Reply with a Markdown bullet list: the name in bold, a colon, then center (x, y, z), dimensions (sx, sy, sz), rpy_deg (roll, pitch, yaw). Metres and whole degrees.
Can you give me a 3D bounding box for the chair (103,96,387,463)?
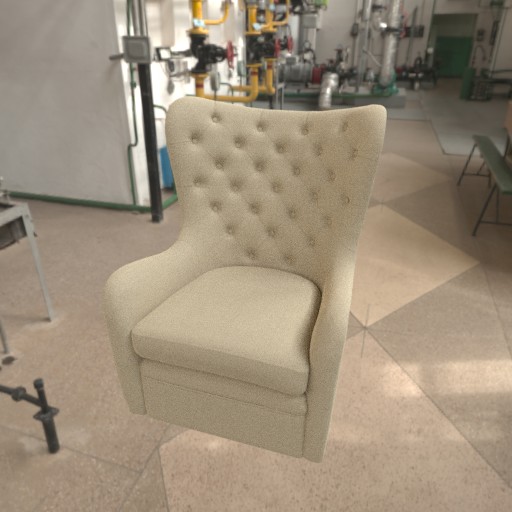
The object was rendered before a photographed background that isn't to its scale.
- **chair**: center (0.000, 0.000, 1.716), dimensions (0.831, 1.079, 0.929), rpy_deg (8, 28, 16)
